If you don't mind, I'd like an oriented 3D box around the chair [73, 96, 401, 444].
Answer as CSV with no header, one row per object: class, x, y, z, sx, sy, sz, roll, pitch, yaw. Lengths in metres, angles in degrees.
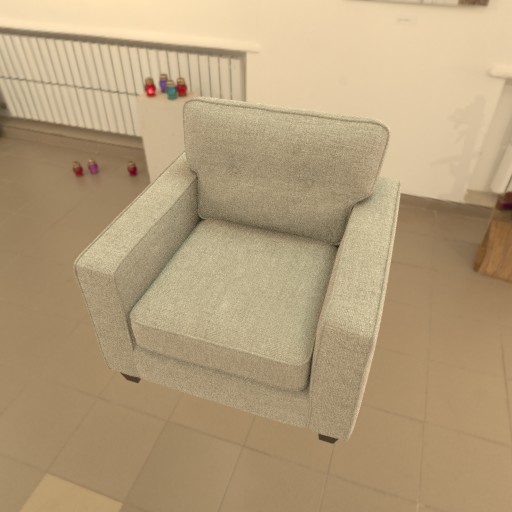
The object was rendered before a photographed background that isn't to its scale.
chair,0.000,0.000,1.759,1.015,0.965,0.939,12,42,14
